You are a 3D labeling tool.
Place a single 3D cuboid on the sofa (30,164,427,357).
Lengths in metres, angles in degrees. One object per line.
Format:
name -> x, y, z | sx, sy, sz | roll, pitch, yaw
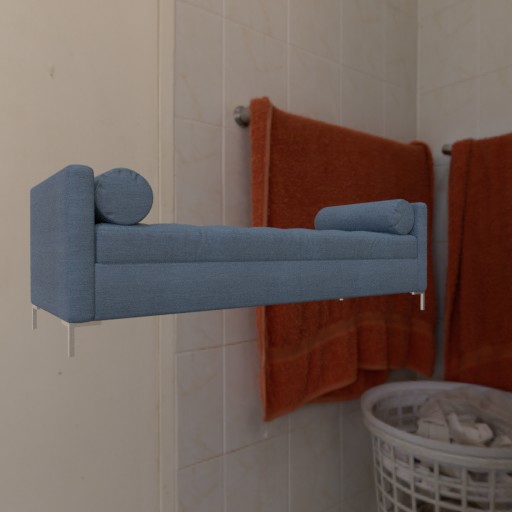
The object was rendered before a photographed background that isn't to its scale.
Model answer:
sofa -> 0.000, 0.000, 2.268 | 1.981, 0.635, 0.686 | 0, 1, -36
